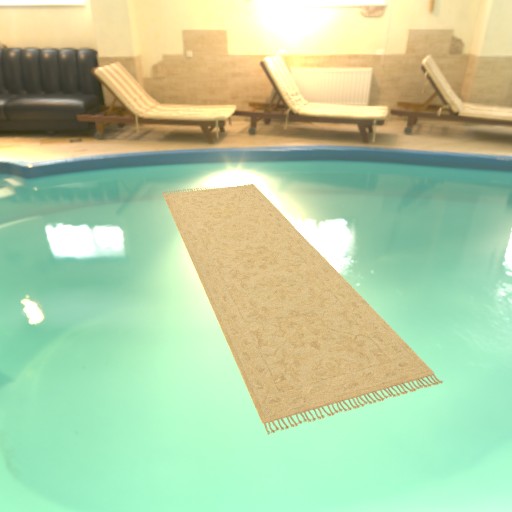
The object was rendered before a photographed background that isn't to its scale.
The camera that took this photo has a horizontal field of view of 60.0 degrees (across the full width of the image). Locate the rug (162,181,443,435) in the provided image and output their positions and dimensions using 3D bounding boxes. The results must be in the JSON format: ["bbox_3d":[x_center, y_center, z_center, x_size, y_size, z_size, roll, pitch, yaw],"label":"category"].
[{"bbox_3d":[0.000,0.000,2.803,0.795,0.015,2.544,-10,31,-16],"label":"rug"}]
